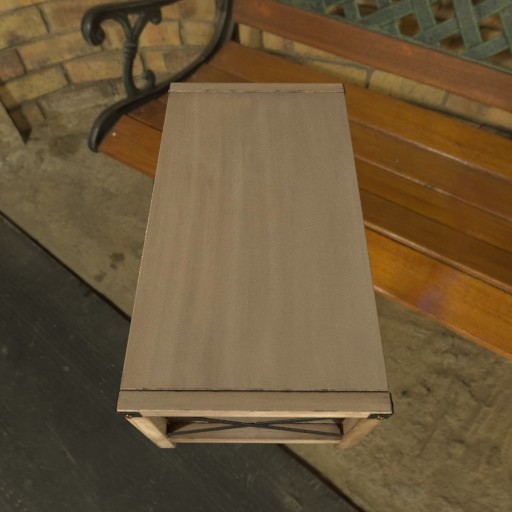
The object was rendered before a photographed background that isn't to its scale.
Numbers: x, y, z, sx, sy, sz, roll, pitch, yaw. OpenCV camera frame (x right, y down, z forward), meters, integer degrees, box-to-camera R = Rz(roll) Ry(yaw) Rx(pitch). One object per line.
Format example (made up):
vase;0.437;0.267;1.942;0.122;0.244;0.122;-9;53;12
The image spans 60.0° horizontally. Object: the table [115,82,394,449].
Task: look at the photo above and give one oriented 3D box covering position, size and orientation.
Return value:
table;0.000;0.000;1.320;0.559;0.456;1.016;0;58;0
